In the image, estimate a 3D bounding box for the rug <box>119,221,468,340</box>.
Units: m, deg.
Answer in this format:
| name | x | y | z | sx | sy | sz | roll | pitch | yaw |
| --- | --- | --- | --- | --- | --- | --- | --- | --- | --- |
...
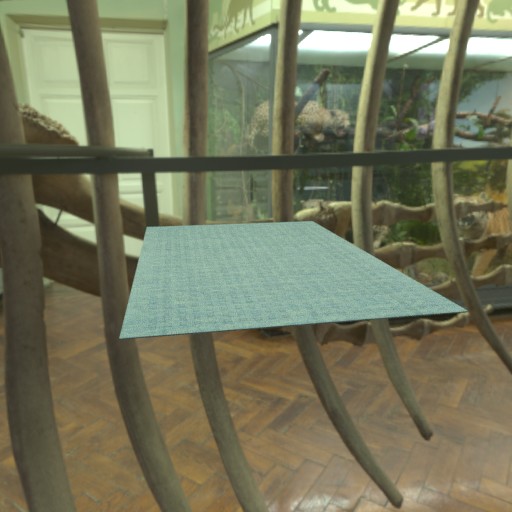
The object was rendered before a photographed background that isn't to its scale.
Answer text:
| name | x | y | z | sx | sy | sz | roll | pitch | yaw |
| --- | --- | --- | --- | --- | --- | --- | --- | --- | --- |
| rug | 0.000 | 0.000 | 2.954 | 1.522 | 0.006 | 2.286 | -3 | 15 | -10 |
